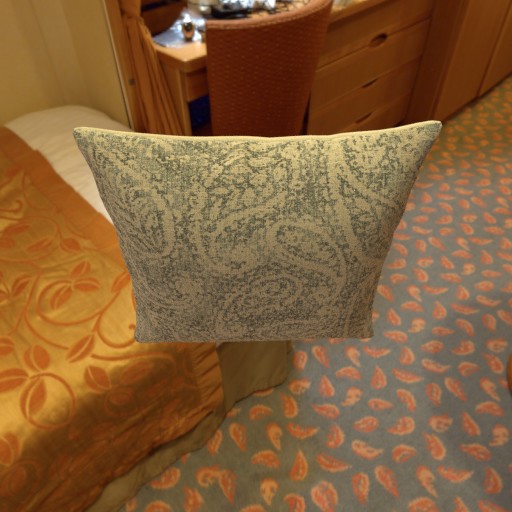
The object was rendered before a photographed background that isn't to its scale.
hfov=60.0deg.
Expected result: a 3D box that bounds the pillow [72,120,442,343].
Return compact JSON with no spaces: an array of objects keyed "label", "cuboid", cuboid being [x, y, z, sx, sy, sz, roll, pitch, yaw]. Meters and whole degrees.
[{"label":"pillow","cuboid":[0.000,0.000,0.793,0.523,0.510,0.166,-1,46,-1]}]
